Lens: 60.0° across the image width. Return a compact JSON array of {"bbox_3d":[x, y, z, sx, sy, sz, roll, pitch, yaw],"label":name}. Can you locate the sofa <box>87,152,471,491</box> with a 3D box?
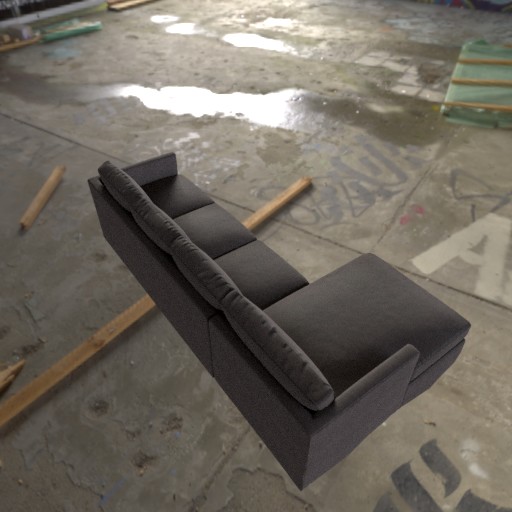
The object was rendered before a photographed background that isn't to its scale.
[{"bbox_3d":[0.000,0.000,3.803,1.650,0.922,3.205,-26,48,-27],"label":"sofa"}]
